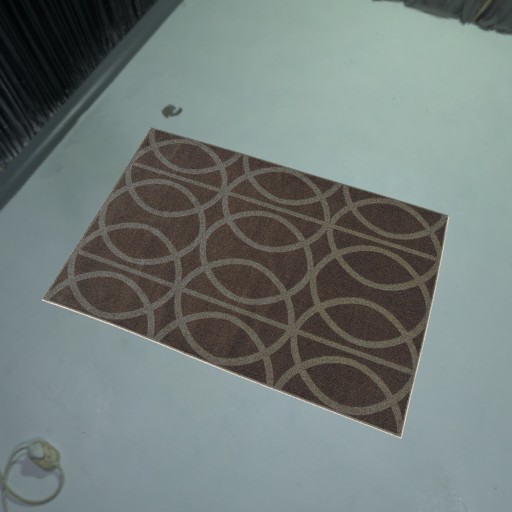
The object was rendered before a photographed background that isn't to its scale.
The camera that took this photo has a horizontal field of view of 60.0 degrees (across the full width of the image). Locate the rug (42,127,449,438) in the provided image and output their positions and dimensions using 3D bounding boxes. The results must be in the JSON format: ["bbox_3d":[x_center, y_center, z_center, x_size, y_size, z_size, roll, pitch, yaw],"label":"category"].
[{"bbox_3d":[0.000,0.000,2.908,2.290,0.014,1.526,18,65,9],"label":"rug"}]
